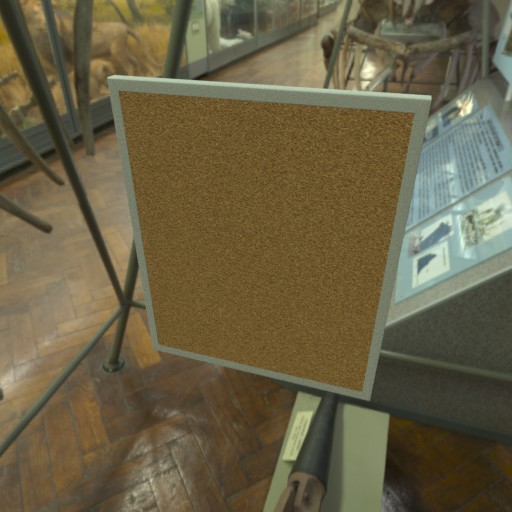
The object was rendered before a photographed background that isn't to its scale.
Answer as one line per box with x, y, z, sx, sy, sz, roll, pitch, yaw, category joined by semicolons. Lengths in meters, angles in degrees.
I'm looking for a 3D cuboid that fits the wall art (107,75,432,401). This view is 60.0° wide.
0.000;0.000;0.734;0.444;0.536;0.020;10;34;15;wall art
